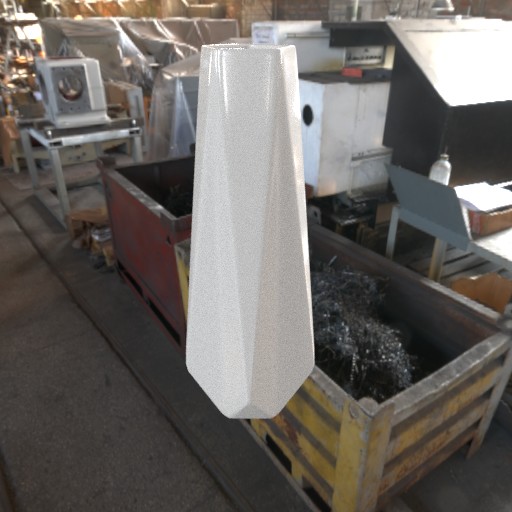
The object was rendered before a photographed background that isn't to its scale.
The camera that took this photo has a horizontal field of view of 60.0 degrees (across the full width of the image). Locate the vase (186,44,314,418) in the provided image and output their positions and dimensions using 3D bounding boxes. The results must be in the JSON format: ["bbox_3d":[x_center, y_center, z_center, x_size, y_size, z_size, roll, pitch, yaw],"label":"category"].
[{"bbox_3d":[0.000,0.000,0.385,0.116,0.329,0.122,9,30,16],"label":"vase"}]
